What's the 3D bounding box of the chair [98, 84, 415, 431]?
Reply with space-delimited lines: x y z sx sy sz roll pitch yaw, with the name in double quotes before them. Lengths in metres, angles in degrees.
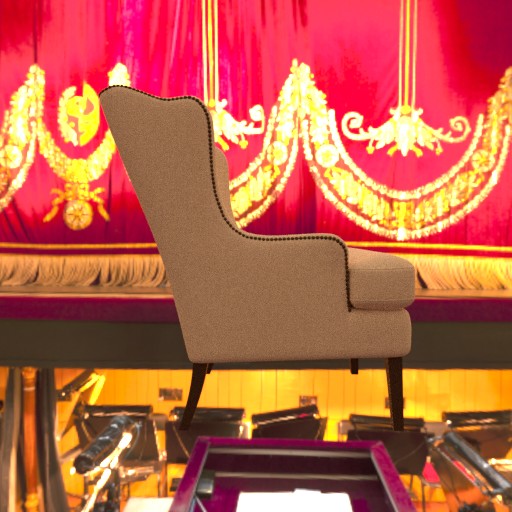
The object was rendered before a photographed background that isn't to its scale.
"chair" 0.000 0.000 1.620 0.940 1.029 0.737 0 1 0
